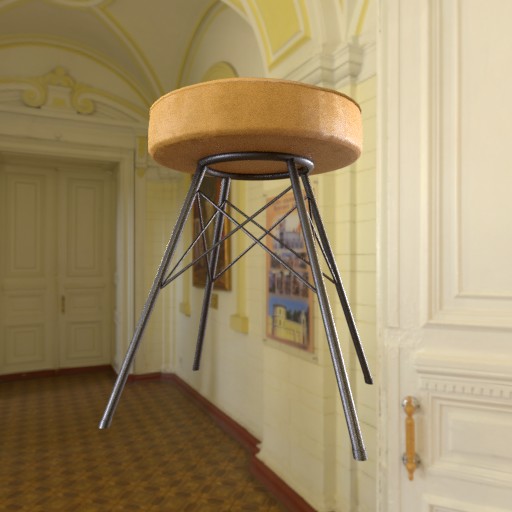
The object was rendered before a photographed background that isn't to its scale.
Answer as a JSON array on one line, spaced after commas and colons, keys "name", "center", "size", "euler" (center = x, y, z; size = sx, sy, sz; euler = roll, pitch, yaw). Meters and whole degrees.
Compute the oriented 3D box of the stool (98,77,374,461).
[{"name": "stool", "center": [0.000, 0.000, 0.906], "size": [0.472, 0.595, 0.438], "euler": [0, 0, 18]}]
